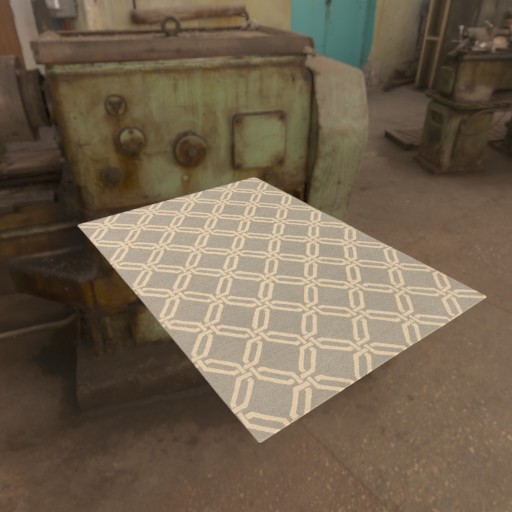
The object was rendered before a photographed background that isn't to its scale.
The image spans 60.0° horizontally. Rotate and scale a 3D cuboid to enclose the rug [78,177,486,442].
[{"bbox_3d":[0.000,0.000,2.733,1.522,0.013,2.133,-21,37,-30],"label":"rug"}]
